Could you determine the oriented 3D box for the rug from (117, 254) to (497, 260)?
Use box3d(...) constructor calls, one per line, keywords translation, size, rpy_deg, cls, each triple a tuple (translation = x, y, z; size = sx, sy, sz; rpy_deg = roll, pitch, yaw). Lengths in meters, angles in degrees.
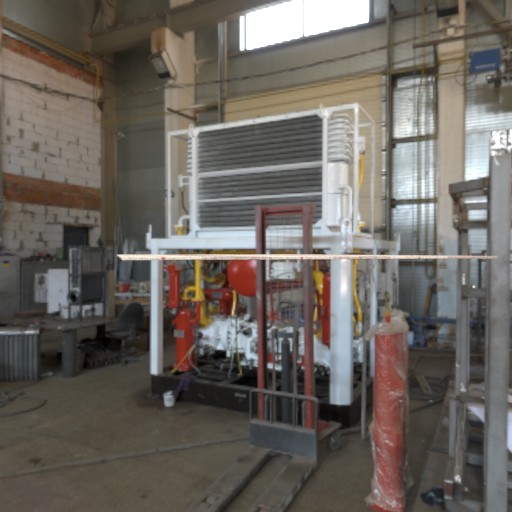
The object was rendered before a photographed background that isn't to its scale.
box3d(translation=(0.000, 0.000, 3.913), size=(2.317, 0.016, 2.959), rpy_deg=(0, 0, -18), cls="rug")
